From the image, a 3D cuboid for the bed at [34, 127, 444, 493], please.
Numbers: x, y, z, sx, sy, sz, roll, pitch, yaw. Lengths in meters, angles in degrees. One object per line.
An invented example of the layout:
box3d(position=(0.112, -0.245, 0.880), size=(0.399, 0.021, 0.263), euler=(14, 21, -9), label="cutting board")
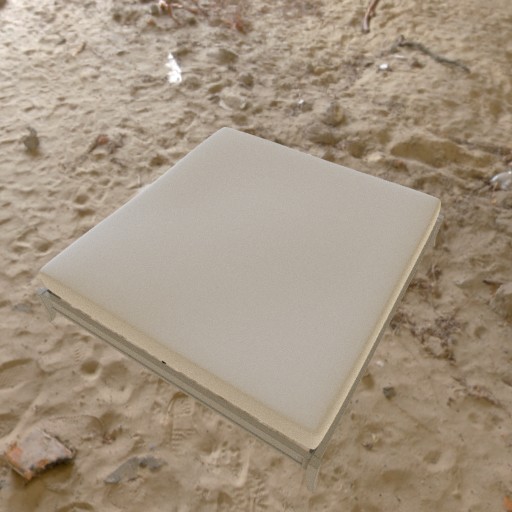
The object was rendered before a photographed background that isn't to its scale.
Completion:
box3d(position=(0.000, 0.000, 3.053), size=(2.007, 0.510, 2.108), euler=(25, 52, 21), label="bed")
